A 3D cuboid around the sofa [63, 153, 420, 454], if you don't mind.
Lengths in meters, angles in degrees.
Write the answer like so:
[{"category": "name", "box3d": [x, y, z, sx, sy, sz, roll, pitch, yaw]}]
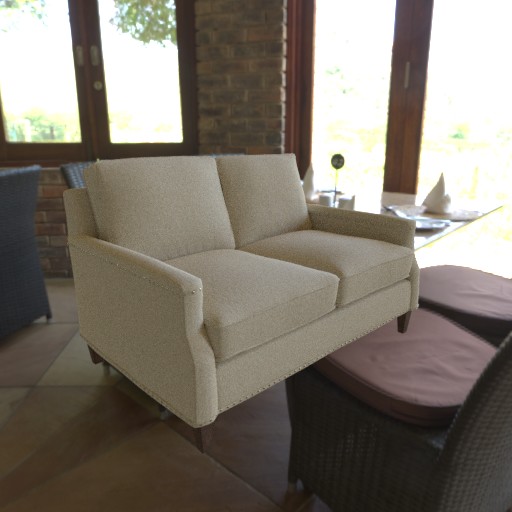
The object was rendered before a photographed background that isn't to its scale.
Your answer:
[{"category": "sofa", "box3d": [0.000, 0.000, 2.297, 1.597, 1.003, 1.084, -14, 21, -42]}]
